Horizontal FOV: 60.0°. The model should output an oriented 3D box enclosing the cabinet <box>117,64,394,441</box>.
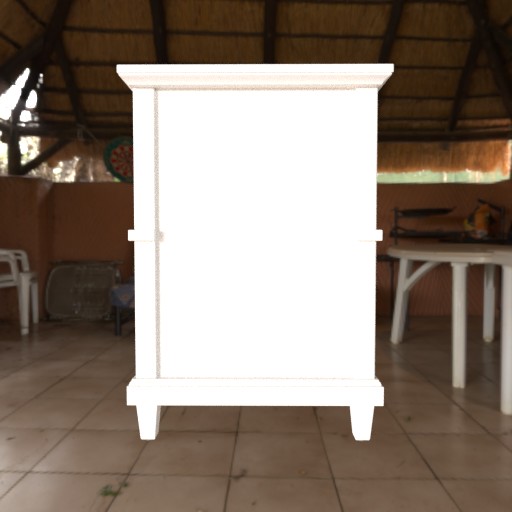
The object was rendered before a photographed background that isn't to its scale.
[{"bbox_3d":[0.000,0.000,1.157,0.544,0.775,0.547,0,2,0],"label":"cabinet"}]
